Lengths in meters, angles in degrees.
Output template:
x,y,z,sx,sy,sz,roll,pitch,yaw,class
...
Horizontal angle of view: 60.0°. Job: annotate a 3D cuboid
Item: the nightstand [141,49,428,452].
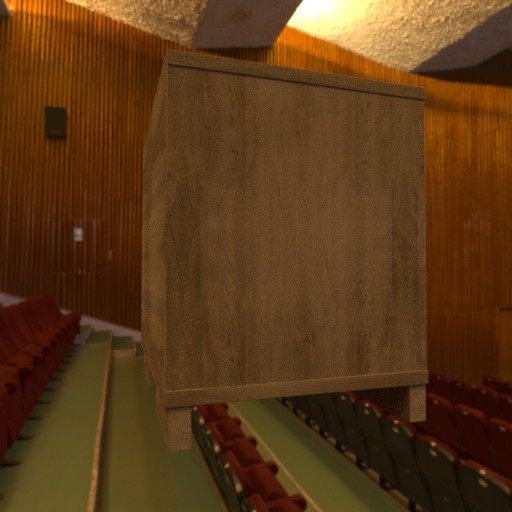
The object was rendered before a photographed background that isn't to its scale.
x,y,z,sx,sy,sz,roll,pitch,yaw,class
0.000,0.000,0.744,0.347,0.448,0.427,1,-2,-18,nightstand
